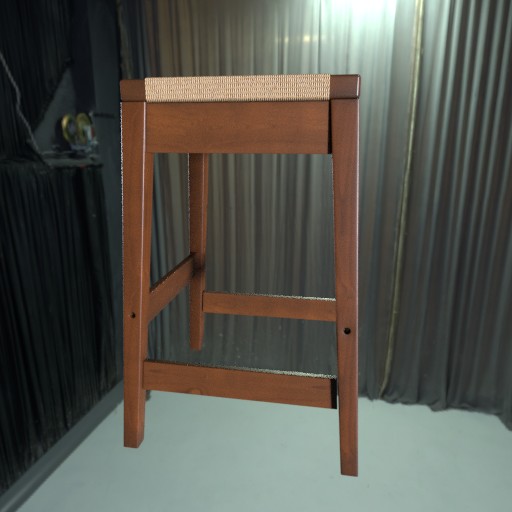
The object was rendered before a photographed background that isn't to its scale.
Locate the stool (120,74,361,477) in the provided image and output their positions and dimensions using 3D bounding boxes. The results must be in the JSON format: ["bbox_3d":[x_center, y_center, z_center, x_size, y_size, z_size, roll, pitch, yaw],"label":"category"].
[{"bbox_3d":[0.000,0.000,1.068,0.507,0.762,0.497,3,16,10],"label":"stool"}]
